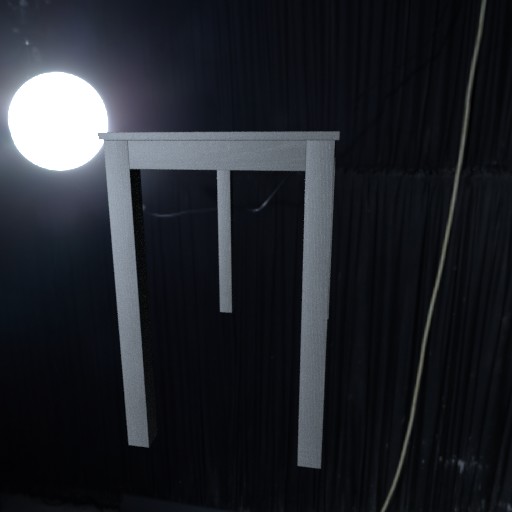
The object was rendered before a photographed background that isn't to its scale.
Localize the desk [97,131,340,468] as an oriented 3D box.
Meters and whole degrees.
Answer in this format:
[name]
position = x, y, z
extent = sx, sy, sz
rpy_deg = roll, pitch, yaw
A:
[desk]
position = 0.000, 0.000, 1.450
extent = 0.499, 0.762, 0.991
rpy_deg = 3, 15, 10
